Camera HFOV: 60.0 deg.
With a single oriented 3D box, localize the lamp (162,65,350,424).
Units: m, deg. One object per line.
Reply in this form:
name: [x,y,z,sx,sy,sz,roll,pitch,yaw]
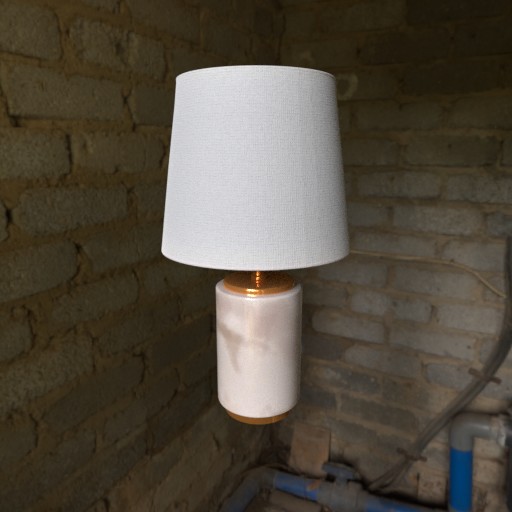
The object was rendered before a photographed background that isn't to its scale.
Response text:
lamp: [0.000,0.000,0.457,0.189,0.340,0.189,0,13,0]
